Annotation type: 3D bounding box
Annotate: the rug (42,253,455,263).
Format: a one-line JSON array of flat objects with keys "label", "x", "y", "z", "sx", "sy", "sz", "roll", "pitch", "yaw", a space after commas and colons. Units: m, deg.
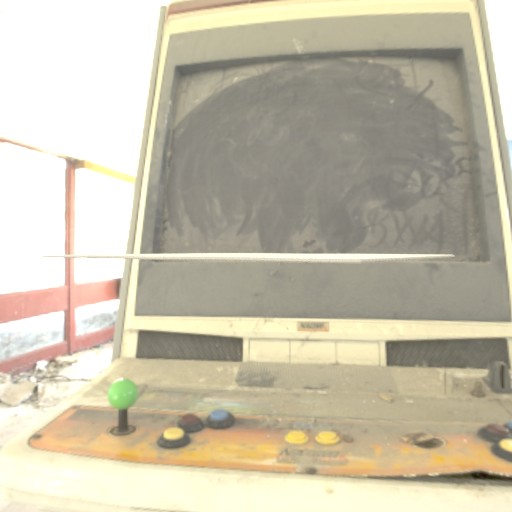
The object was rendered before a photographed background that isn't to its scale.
[{"label": "rug", "x": 0.000, "y": 0.000, "z": 4.202, "sx": 3.066, "sy": 0.030, "sz": 2.462, "roll": 1, "pitch": 1, "yaw": 34}]
